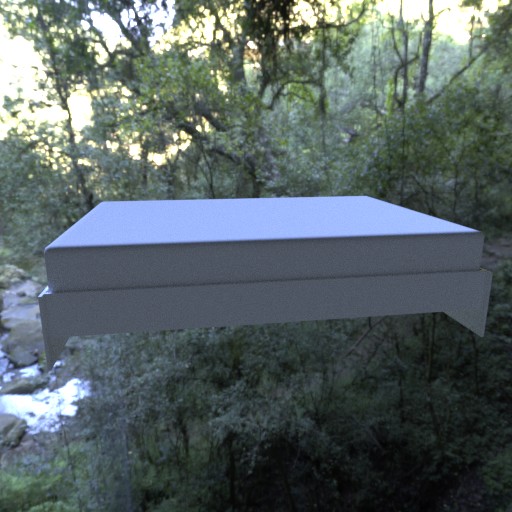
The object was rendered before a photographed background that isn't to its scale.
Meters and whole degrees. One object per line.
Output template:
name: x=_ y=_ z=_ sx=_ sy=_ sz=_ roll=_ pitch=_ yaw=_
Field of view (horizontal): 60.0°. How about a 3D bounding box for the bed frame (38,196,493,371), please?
bed frame: x=0.000 y=0.000 z=2.570 sx=1.945 sy=0.497 sz=1.445 roll=-2 pitch=15 yaw=-9
